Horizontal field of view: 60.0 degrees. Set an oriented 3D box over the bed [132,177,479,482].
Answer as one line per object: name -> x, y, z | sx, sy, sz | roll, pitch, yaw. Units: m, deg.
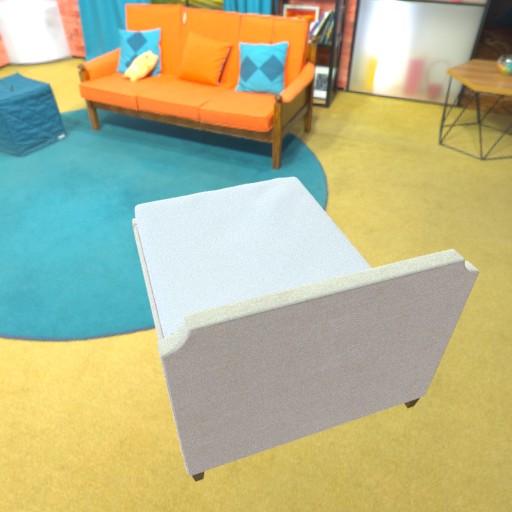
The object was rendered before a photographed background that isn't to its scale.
bed -> 0.000, 0.000, 3.395 | 1.713, 1.457, 2.381 | -13, 42, -15
